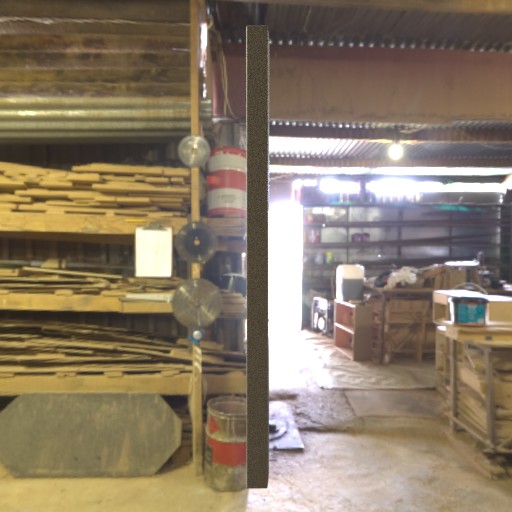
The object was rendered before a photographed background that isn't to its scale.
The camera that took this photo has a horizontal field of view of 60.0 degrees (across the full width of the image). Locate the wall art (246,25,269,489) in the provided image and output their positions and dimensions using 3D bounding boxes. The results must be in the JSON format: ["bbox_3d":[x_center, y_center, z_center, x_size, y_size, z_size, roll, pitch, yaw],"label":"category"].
[{"bbox_3d":[0.000,0.000,0.762,0.029,0.558,0.458,0,1,-1],"label":"wall art"}]
